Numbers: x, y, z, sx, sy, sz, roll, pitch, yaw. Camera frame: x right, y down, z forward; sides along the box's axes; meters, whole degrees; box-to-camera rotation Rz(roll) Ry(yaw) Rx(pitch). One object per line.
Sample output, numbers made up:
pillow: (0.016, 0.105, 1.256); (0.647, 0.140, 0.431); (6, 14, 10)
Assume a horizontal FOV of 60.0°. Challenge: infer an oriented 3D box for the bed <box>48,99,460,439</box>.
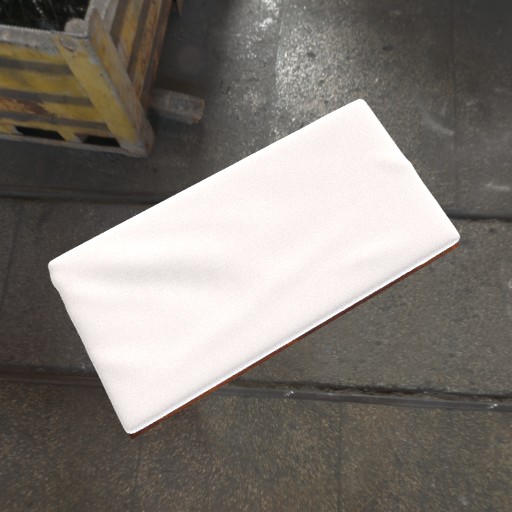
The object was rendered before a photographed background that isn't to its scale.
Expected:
bed: (0.000, 0.000, 2.243); (1.860, 0.312, 0.940); (-29, 78, -7)
